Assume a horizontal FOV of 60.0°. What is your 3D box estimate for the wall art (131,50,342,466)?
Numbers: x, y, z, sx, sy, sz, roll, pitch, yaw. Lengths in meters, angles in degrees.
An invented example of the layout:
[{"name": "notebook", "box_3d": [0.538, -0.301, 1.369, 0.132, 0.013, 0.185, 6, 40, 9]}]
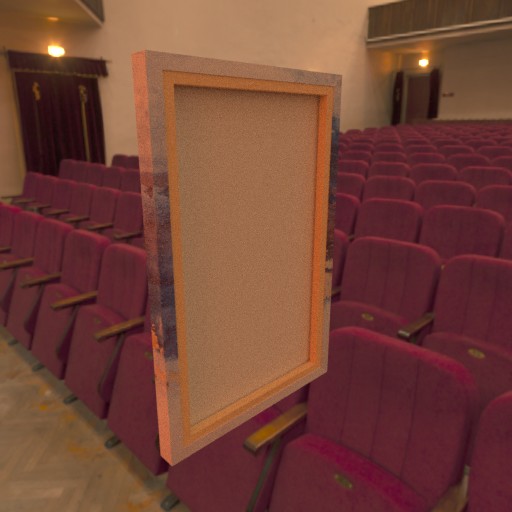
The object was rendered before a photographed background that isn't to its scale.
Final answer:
[{"name": "wall art", "box_3d": [0.000, 0.000, 1.102, 0.583, 0.874, 0.048, -15, 22, -42]}]
